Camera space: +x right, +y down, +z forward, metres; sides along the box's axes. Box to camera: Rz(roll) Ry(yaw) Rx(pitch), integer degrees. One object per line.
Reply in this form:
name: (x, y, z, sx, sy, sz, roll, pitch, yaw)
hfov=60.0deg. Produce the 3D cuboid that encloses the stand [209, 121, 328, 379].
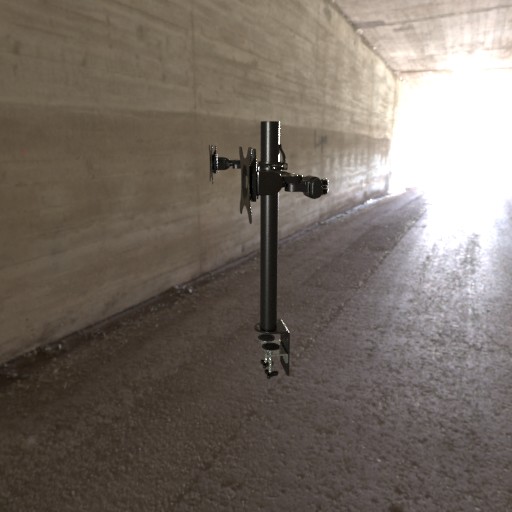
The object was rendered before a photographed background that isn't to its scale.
stand: (0.000, 0.000, 1.037, 0.150, 0.603, 0.743, -3, 15, -10)
